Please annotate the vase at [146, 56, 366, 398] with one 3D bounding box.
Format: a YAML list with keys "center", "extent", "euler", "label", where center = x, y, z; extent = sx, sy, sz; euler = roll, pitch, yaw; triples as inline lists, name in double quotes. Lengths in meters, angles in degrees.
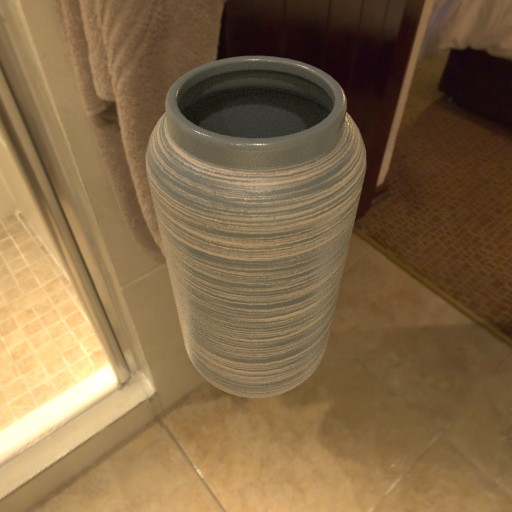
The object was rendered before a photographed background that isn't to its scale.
- center: [0.000, 0.000, 0.296]
  extent: [0.116, 0.230, 0.116]
  euler: [0, 47, 0]
  label: "vase"
